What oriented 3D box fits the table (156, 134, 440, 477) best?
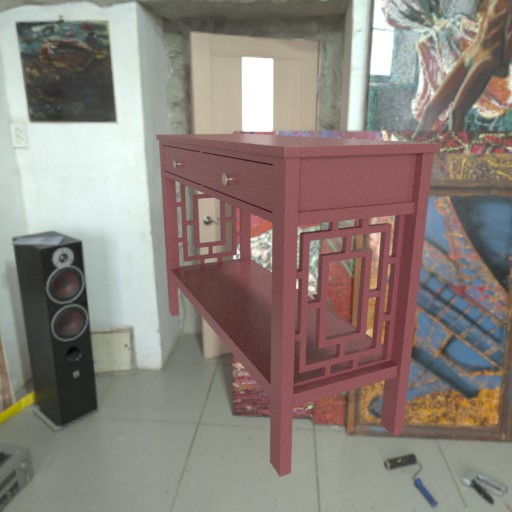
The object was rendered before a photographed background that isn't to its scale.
[{"bbox_3d":[0.000,0.000,1.460,0.397,0.753,1.068,-7,18,-24],"label":"table"}]
